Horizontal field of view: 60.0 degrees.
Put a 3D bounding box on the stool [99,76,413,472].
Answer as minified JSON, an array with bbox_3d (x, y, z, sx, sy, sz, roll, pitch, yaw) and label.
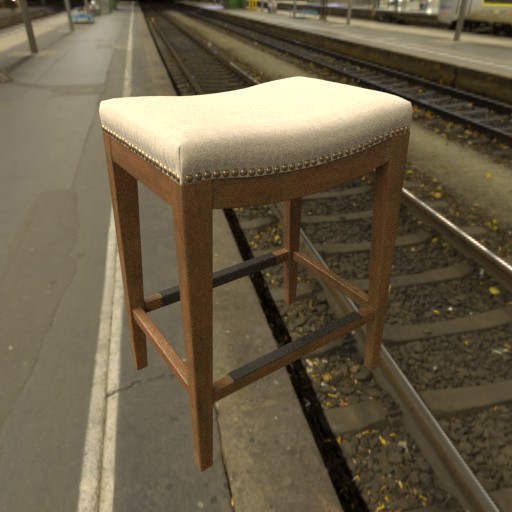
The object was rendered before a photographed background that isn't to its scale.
[{"bbox_3d":[0.000,0.000,0.957,0.508,0.660,0.356,-19,36,-29],"label":"stool"}]
